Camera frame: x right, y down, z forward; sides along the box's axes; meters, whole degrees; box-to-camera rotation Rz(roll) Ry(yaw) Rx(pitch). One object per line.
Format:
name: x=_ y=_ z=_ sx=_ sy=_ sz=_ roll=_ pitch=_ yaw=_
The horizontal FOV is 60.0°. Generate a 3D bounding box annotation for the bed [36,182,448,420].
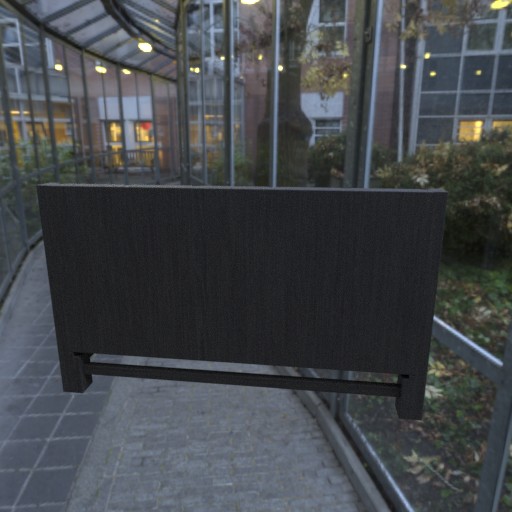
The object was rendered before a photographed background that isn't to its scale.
bed: x=0.000 y=0.000 z=3.394 sx=2.134 sy=1.270 sz=2.012 roll=2 pitch=16 yaw=7
